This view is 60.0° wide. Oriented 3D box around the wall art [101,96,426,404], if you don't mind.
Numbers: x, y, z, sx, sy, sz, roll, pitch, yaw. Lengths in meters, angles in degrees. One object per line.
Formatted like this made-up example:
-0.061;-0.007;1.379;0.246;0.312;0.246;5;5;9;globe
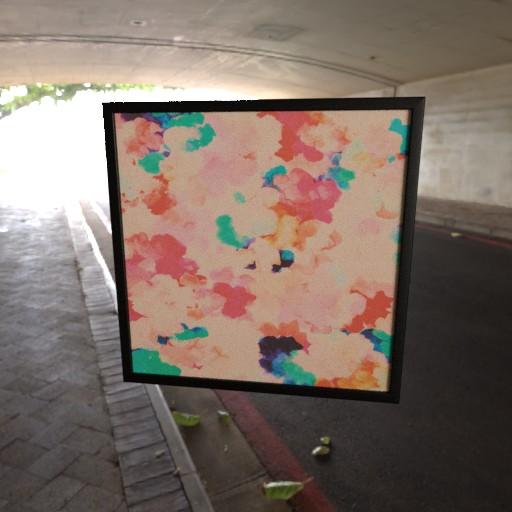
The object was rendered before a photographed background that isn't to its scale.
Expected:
0.000;0.000;1.131;0.756;0.755;0.036;2;14;8;wall art
